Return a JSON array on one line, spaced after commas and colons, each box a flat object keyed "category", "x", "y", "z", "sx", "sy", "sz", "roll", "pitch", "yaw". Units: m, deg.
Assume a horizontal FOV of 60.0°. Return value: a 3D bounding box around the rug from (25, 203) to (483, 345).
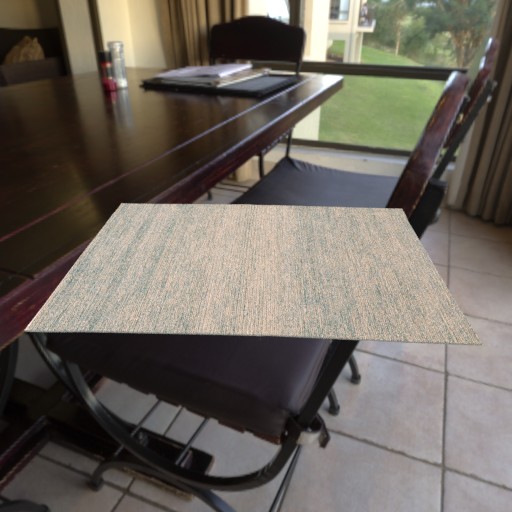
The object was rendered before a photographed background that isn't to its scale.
[{"category": "rug", "x": 0.000, "y": 0.000, "z": 2.911, "sx": 2.306, "sy": 0.030, "sz": 1.613, "roll": 1, "pitch": 30, "yaw": 2}]
